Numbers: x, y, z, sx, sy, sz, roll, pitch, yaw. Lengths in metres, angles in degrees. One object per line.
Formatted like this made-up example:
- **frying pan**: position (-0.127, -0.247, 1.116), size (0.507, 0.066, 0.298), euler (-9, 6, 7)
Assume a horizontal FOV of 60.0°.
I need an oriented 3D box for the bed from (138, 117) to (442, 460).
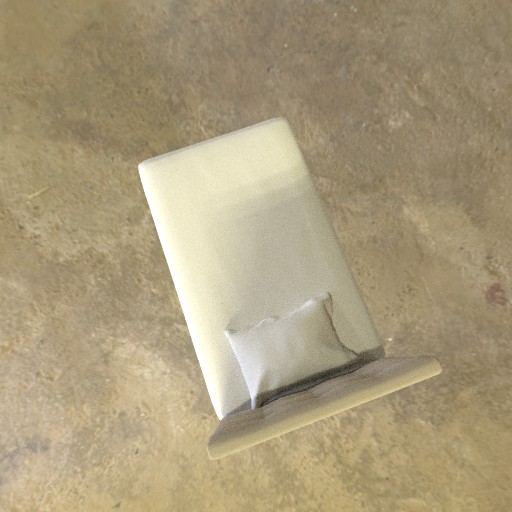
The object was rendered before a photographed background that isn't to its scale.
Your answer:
- **bed**: position (0.000, 0.000, 2.960), size (1.261, 1.571, 1.997), euler (-19, 77, -5)
